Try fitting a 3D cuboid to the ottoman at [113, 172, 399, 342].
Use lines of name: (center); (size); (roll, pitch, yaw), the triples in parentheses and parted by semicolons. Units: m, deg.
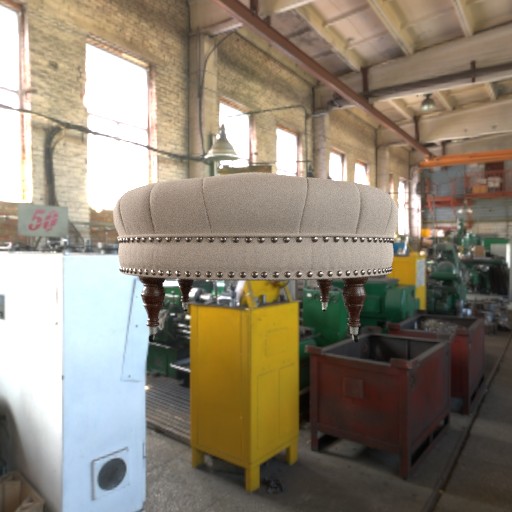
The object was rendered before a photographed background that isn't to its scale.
ottoman: (0.000, 0.000, 1.437); (0.901, 0.439, 0.901); (0, 1, 0)
